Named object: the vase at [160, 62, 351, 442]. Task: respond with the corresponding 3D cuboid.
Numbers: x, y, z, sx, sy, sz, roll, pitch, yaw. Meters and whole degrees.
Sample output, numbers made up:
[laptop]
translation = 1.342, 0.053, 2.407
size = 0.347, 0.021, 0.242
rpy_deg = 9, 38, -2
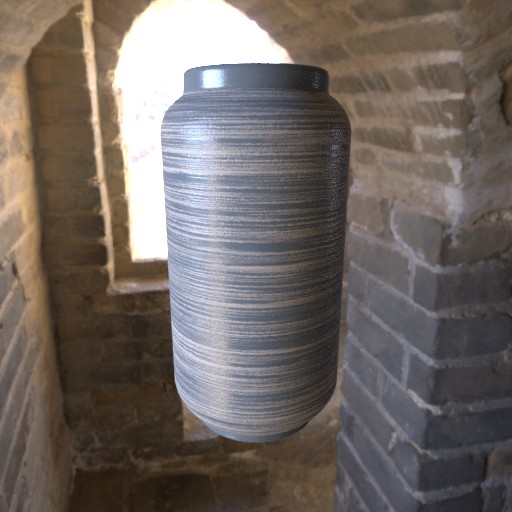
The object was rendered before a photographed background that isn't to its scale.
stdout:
[vase]
translation = 0.000, 0.000, 0.298
size = 0.116, 0.230, 0.116
rpy_deg = 0, 16, 0
